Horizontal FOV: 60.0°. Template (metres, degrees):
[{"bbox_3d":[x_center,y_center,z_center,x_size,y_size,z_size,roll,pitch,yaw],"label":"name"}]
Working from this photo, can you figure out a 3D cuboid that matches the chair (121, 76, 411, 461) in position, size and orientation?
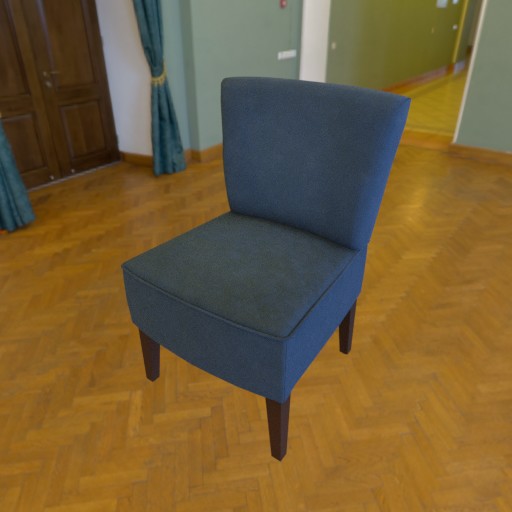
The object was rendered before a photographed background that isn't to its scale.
[{"bbox_3d":[0.000,0.000,1.169,0.521,0.806,0.551,20,36,30],"label":"chair"}]
